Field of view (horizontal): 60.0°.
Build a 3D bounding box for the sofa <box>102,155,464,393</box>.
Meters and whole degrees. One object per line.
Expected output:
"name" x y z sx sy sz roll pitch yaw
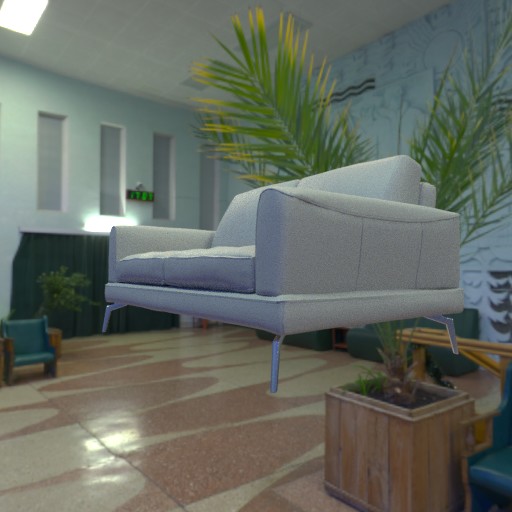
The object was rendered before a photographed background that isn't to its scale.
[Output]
"sofa" 0.000 0.000 2.407 1.121 0.930 1.819 1 -2 -36
